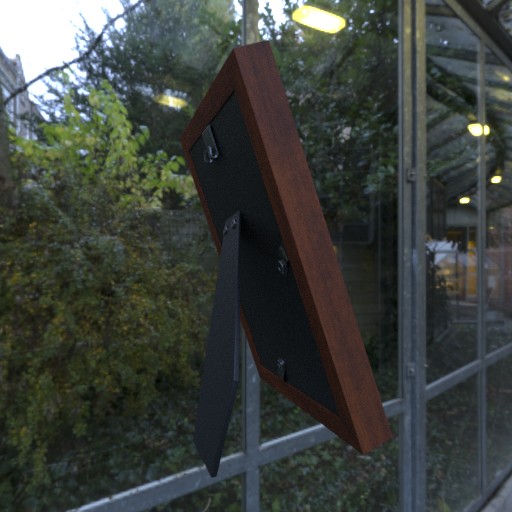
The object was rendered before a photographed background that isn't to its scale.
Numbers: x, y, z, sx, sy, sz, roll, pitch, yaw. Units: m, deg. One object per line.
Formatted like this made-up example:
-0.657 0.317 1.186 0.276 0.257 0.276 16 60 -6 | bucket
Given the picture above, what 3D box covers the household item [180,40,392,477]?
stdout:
0.000 0.000 0.292 0.096 0.204 0.160 0 -1 -19 | household item
